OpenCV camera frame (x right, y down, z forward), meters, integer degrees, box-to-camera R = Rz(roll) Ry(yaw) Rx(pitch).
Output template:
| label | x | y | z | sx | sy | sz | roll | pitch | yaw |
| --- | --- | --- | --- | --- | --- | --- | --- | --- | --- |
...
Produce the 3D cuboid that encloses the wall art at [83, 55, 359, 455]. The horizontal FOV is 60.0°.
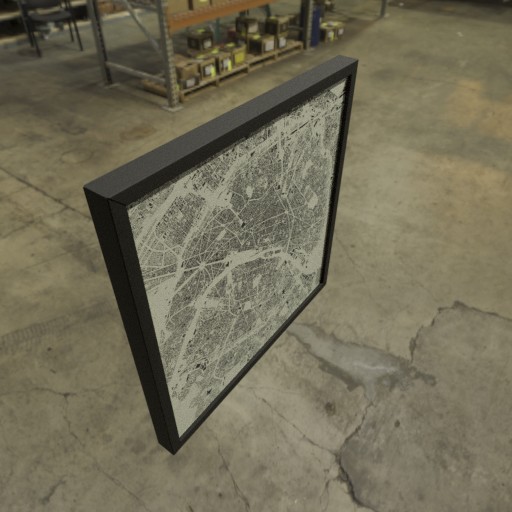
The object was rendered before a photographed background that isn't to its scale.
| label | x | y | z | sx | sy | sz | roll | pitch | yaw |
| --- | --- | --- | --- | --- | --- | --- | --- | --- | --- |
| wall art | 0.000 | 0.000 | 0.734 | 0.037 | 0.508 | 0.508 | 26 | 47 | 27 |
